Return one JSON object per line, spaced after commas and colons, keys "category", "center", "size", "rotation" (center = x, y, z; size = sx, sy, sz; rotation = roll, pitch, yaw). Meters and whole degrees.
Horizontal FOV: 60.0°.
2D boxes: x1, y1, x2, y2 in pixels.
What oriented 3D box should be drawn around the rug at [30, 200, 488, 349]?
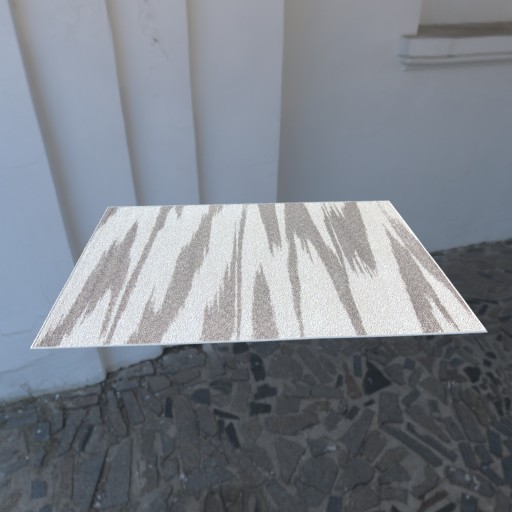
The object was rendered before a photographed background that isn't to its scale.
{"category": "rug", "center": [0.000, 0.000, 2.716], "size": [2.142, 0.010, 1.533], "rotation": [-2, 31, -3]}
